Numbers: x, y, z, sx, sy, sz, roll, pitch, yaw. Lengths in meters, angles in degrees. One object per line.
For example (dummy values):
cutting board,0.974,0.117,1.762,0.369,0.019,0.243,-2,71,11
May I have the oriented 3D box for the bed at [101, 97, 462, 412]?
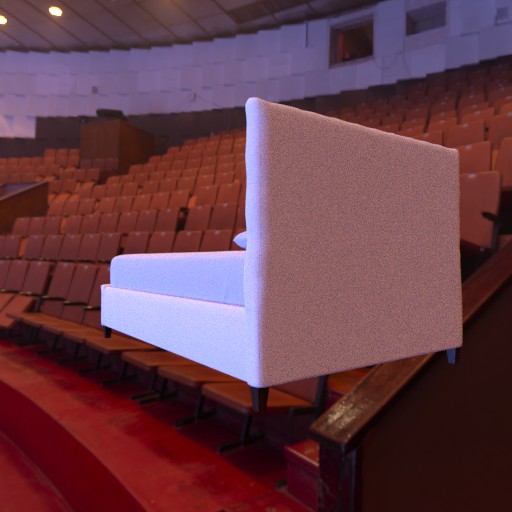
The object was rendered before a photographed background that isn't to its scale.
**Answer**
bed,0.000,0.000,3.419,1.698,1.427,2.387,0,-1,-35
